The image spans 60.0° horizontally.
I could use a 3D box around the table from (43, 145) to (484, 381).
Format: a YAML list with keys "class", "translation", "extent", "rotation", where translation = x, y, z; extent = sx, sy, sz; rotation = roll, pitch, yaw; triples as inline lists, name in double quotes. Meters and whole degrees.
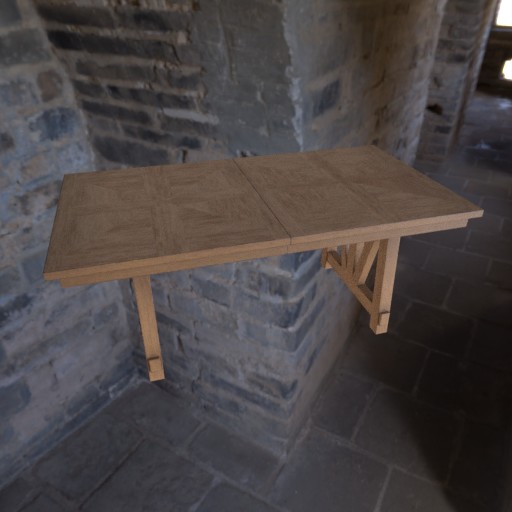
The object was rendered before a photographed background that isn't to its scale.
- class: "table"
  translation: [0.000, 0.000, 2.422]
  extent: [1.881, 0.768, 1.016]
  rotation: [-9, 32, -14]
